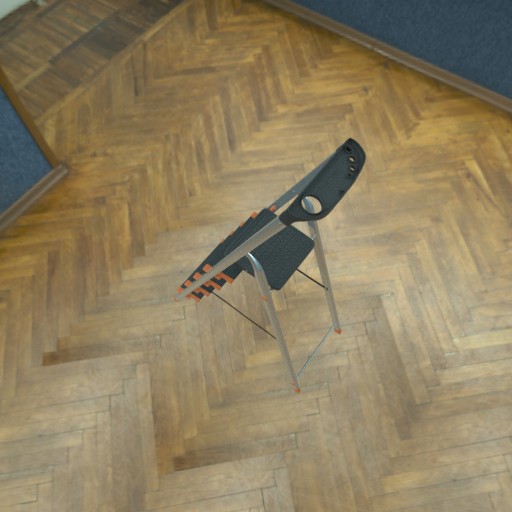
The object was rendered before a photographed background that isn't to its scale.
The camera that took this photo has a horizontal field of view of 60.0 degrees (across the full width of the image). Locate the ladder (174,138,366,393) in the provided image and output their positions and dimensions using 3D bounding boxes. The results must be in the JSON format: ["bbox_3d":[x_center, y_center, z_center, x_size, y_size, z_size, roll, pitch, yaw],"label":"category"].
[{"bbox_3d":[0.000,0.000,2.106,0.995,1.646,0.480,34,68,16],"label":"ladder"}]
